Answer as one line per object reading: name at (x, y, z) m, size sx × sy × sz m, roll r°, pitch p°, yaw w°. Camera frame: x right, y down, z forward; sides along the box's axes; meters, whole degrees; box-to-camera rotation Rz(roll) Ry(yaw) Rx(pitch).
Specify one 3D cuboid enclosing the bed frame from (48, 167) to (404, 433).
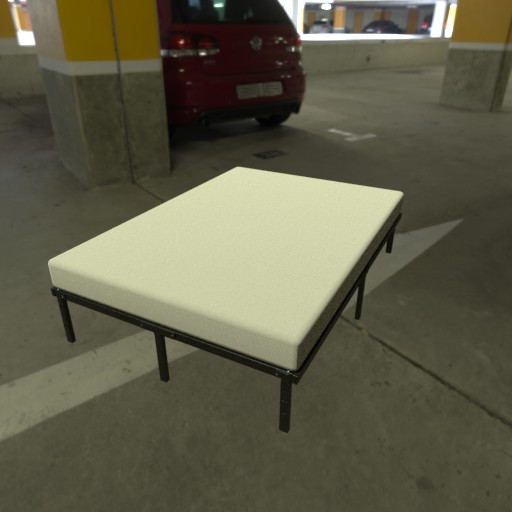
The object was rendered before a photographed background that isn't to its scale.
bed frame at (0.000, 0.000, 3.816) m, size 2.205 × 0.680 × 2.842 m, roll 18°, pitch 32°, yaw 31°
